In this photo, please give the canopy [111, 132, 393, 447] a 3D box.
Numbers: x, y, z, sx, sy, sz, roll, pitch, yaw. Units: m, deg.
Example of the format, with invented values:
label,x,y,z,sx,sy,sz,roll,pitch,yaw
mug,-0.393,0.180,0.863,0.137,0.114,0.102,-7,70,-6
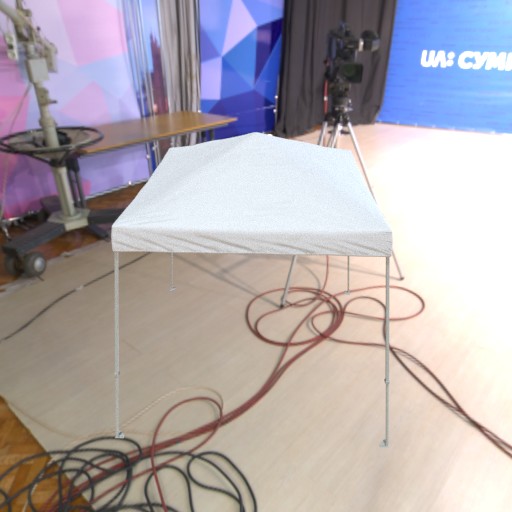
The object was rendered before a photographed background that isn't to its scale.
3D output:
label,x,y,z,sx,sy,sz,roll,pitch,yaw
canopy,0.000,0.000,5.148,2.850,2.850,2.849,1,30,2
